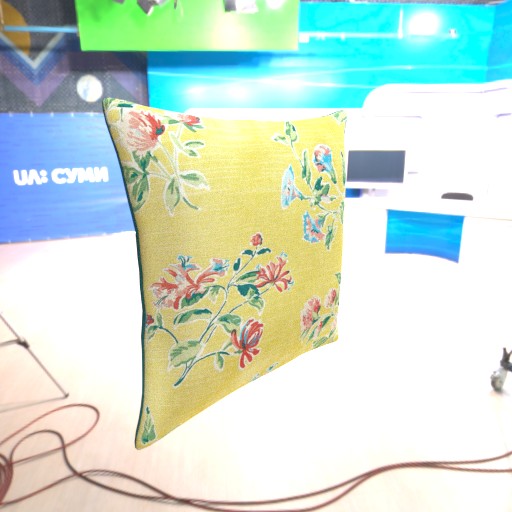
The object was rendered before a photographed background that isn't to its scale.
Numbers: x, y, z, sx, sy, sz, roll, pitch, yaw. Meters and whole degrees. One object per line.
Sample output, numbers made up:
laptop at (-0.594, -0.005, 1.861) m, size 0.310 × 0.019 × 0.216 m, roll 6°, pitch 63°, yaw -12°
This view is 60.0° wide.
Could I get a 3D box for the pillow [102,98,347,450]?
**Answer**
pillow at (0.000, 0.000, 0.785) m, size 0.525 × 0.508 × 0.166 m, roll -15°, pitch 22°, yaw -43°
